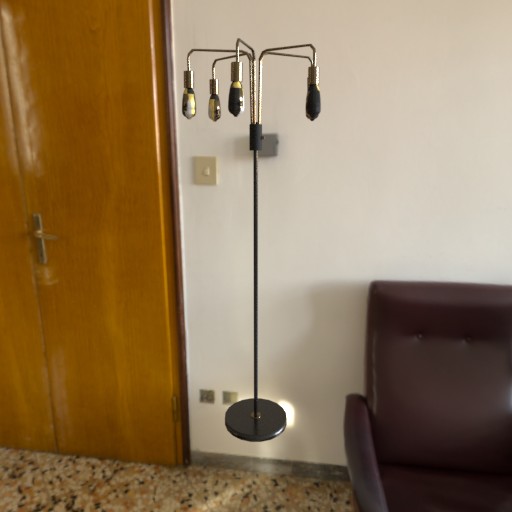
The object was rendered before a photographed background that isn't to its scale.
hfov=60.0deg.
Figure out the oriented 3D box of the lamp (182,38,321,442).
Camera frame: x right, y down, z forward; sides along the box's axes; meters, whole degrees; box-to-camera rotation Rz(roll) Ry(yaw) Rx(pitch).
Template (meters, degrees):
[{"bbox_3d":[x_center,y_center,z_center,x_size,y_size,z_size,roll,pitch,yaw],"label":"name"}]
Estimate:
[{"bbox_3d":[0.000,0.000,2.018,0.599,1.721,0.572,-7,17,-26],"label":"lamp"}]
